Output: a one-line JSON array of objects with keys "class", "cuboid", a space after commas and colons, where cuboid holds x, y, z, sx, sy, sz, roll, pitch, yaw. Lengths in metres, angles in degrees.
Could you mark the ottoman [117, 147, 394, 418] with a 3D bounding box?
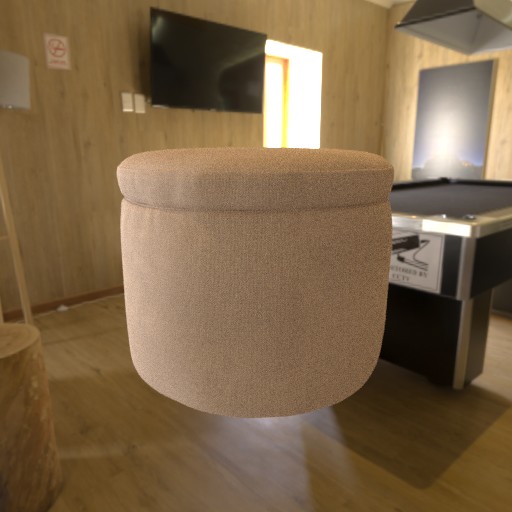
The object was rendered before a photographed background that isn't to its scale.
[{"class": "ottoman", "cuboid": [0.000, 0.000, 0.858, 0.497, 0.409, 0.497, 0, 14, 0]}]
